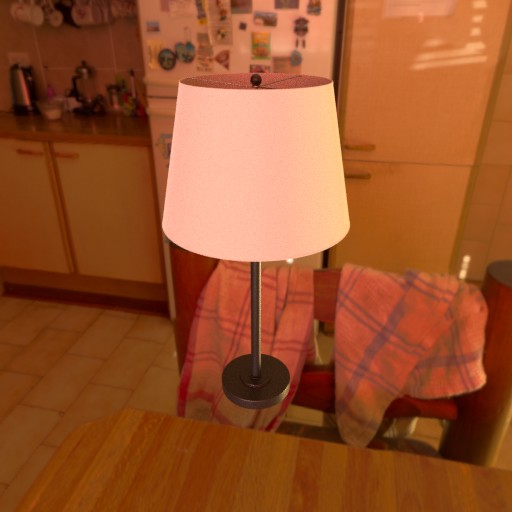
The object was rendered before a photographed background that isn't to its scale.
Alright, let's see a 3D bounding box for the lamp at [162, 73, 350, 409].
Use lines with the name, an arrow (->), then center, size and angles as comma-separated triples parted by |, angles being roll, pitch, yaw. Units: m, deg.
lamp -> 0.000, 0.000, 0.911 | 0.363, 0.696, 0.363 | 0, 27, 0
